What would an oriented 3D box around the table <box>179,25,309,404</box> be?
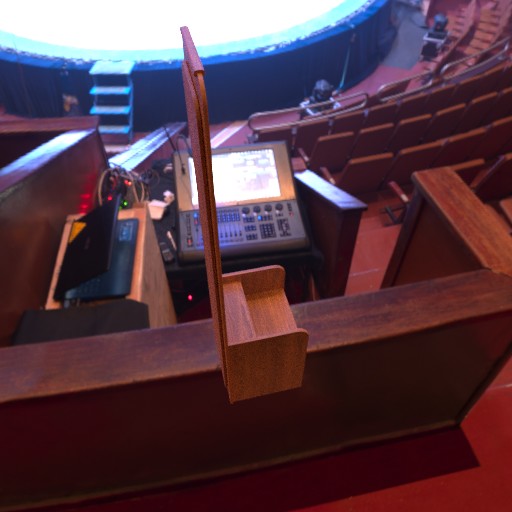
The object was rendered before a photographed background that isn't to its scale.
[{"bbox_3d":[0.000,0.000,1.950,0.420,1.830,0.450,-10,48,-9],"label":"table"}]
